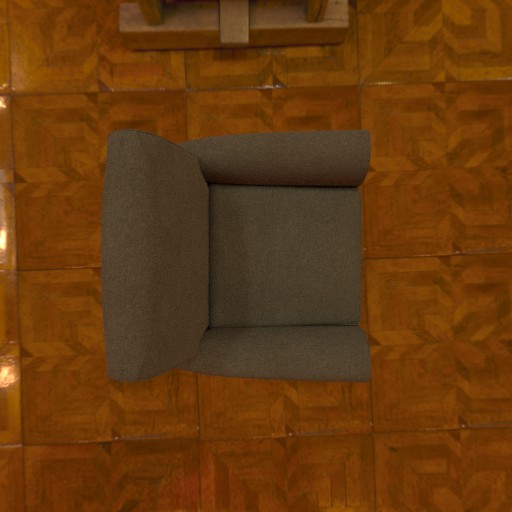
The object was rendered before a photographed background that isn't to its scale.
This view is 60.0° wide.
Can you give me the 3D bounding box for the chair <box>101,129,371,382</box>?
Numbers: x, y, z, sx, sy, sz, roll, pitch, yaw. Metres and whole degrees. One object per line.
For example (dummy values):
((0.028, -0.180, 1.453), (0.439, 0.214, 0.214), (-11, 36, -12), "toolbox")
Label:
((0.000, 0.000, 1.776), (0.905, 1.061, 0.978), (0, 90, -1), "chair")
